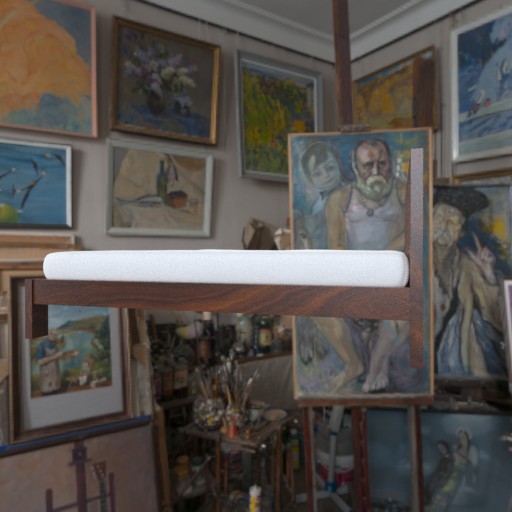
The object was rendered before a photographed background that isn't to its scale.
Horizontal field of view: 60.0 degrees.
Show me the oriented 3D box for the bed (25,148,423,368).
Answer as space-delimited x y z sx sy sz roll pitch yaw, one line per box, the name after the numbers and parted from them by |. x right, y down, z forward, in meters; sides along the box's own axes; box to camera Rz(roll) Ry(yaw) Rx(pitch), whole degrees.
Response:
0.000 0.000 3.007 2.030 0.890 1.905 0 0 18 | bed
